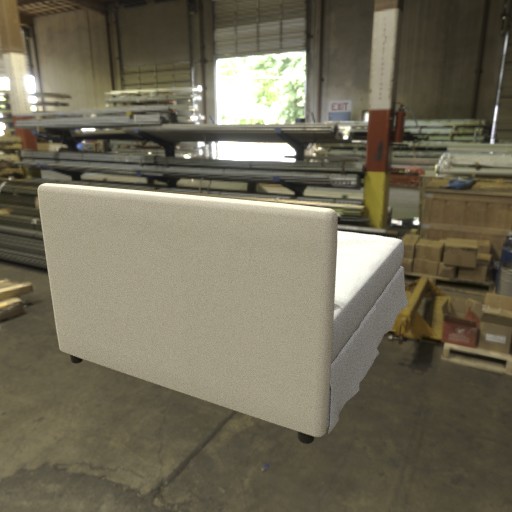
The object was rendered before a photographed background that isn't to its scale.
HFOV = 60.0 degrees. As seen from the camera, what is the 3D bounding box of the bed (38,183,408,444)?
[{"bbox_3d":[0.000,0.000,3.605,2.119,1.317,2.341,9,19,27],"label":"bed"}]
